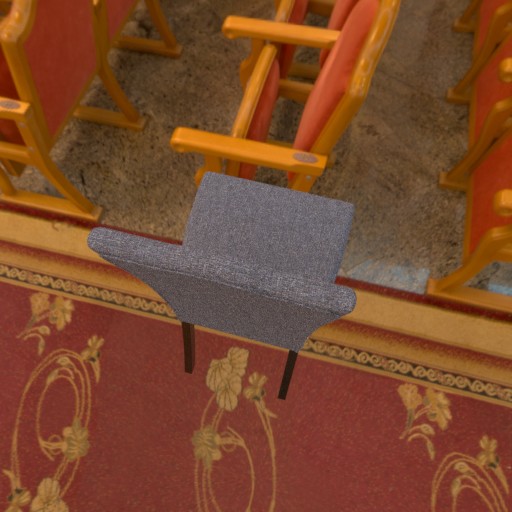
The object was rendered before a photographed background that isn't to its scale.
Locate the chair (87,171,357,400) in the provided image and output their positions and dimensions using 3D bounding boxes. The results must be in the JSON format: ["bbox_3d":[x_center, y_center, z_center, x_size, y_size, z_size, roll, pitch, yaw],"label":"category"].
[{"bbox_3d":[0.000,0.000,1.288,0.518,0.946,0.589,14,64,7],"label":"chair"}]
